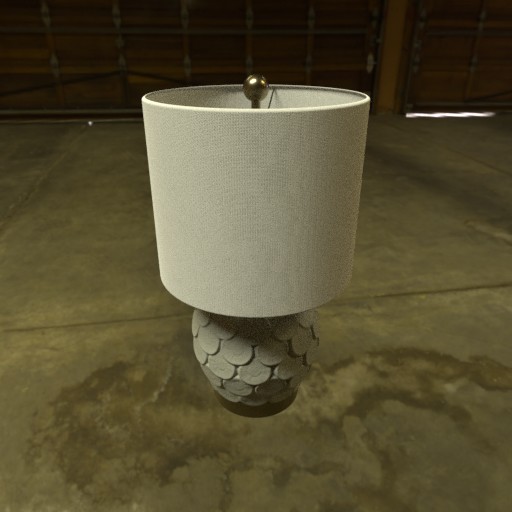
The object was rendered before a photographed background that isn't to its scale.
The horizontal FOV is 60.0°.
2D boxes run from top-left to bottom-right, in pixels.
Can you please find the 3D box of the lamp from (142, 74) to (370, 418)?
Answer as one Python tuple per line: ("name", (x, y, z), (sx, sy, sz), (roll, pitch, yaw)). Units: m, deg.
("lamp", (0.000, 0.000, 0.594), (0.254, 0.452, 0.254), (0, 26, 0))
